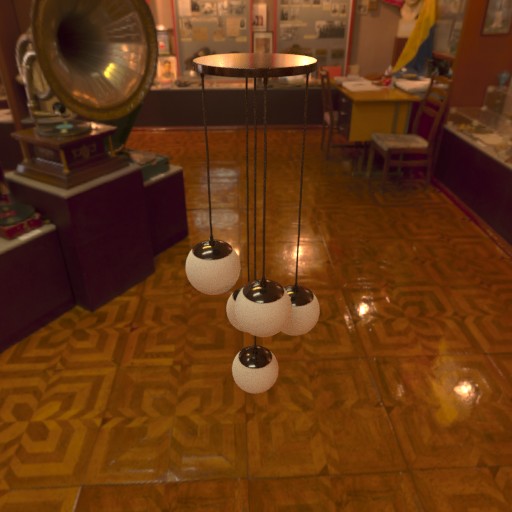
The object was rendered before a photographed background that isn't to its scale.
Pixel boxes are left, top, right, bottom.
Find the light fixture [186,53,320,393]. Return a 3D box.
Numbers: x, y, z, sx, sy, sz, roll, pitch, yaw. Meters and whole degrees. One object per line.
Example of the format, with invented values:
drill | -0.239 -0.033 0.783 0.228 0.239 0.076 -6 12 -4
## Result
light fixture | 0.000 0.000 1.558 0.489 1.271 0.484 0 30 -1
